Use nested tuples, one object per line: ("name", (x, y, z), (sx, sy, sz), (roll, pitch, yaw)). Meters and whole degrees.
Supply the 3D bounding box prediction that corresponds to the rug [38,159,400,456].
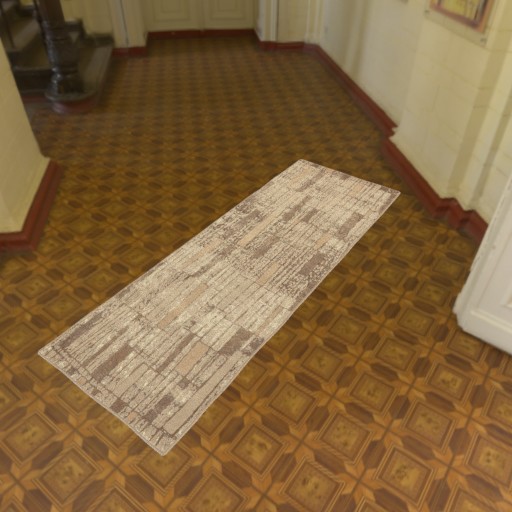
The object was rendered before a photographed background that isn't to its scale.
("rug", (0.000, 0.000, 2.654), (0.857, 0.018, 2.383), (25, 46, 27))
